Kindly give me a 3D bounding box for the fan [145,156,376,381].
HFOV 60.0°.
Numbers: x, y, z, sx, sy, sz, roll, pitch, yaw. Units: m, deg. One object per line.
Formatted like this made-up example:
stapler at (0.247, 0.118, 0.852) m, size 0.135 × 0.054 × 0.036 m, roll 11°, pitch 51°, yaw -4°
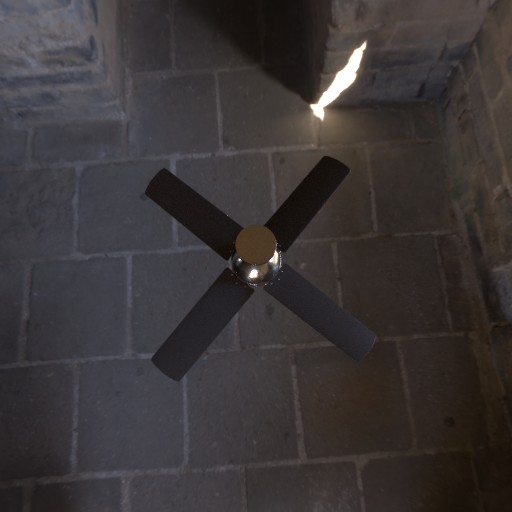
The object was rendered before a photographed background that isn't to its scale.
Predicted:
fan at (0.000, 0.000, 2.021) m, size 1.332 × 0.403 × 1.332 m, roll 38°, pitch 79°, yaw 9°
